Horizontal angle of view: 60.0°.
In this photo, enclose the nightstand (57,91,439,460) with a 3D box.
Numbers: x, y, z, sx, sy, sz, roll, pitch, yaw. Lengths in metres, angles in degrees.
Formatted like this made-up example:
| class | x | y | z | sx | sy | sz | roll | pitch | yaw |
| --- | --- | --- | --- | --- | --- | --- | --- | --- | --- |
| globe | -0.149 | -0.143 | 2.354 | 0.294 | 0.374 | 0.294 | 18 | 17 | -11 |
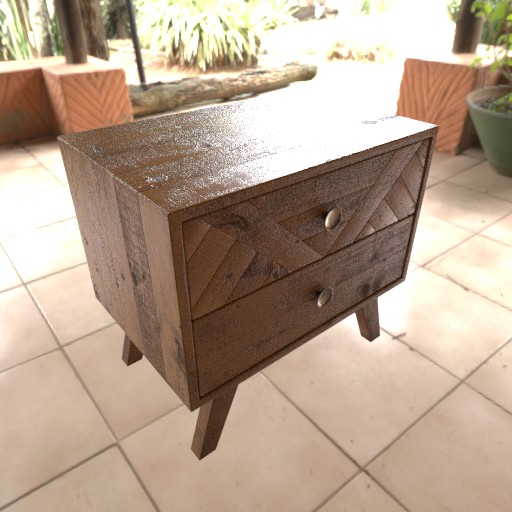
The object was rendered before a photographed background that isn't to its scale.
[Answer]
| class | x | y | z | sx | sy | sz | roll | pitch | yaw |
| --- | --- | --- | --- | --- | --- | --- | --- | --- | --- |
| nightstand | 0.000 | 0.000 | 1.061 | 0.650 | 0.599 | 0.450 | -23 | 39 | -32 |
